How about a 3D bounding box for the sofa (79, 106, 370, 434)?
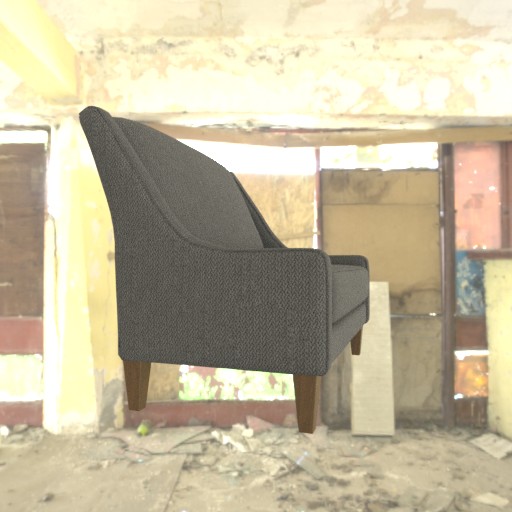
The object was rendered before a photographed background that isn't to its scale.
[{"bbox_3d":[0.000,0.000,1.928,0.873,1.022,1.242,0,-1,20],"label":"sofa"}]
